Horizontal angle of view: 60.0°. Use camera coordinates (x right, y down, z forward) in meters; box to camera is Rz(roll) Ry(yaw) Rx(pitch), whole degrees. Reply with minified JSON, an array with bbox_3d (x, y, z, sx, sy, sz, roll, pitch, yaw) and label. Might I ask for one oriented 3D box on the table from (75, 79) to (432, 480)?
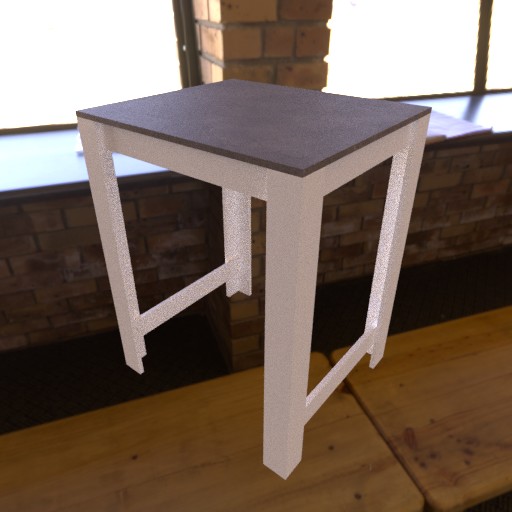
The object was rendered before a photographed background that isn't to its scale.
[{"bbox_3d":[0.000,0.000,1.579,0.800,1.020,0.700,22,38,33],"label":"table"}]
